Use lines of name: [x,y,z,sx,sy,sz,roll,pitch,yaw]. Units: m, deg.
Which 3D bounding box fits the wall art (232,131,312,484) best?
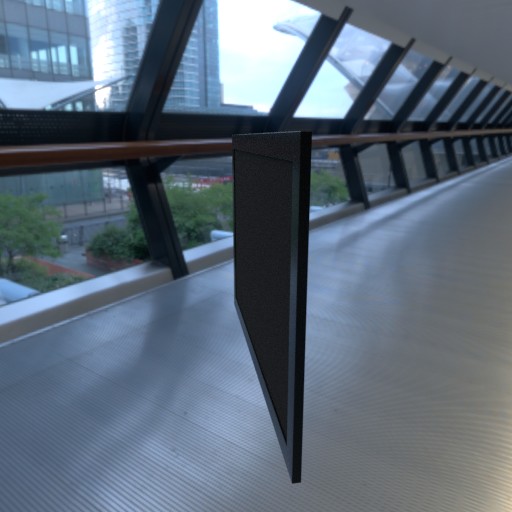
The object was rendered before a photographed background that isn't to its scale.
wall art: [0.000,0.000,0.842,0.013,0.447,0.660,-2,15,-9]
